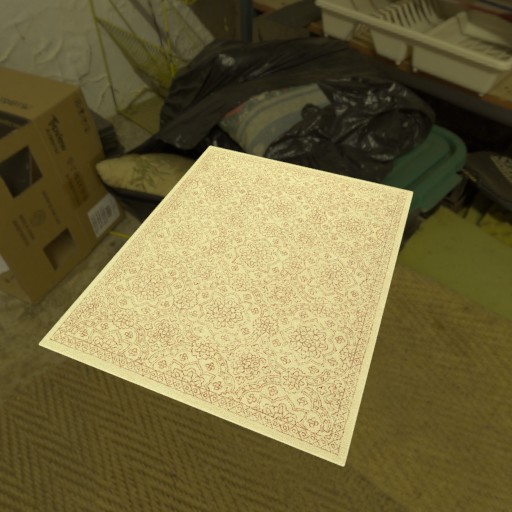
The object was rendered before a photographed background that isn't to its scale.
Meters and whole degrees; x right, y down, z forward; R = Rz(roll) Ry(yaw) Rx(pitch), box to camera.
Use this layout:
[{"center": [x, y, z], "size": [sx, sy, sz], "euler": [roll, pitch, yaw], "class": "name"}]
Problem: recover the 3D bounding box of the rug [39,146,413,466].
[{"center": [0.000, 0.000, 4.128], "size": [2.441, 0.015, 3.050], "euler": [16, 48, 15], "class": "rug"}]
